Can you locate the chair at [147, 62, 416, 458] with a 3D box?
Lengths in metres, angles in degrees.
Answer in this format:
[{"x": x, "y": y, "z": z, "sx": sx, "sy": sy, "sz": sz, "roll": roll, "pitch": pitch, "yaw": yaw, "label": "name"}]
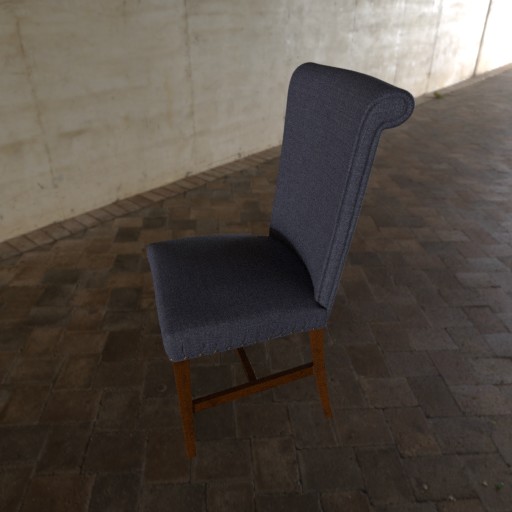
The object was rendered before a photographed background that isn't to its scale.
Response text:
[{"x": 0.000, "y": 0.000, "z": 1.305, "sx": 0.608, "sy": 0.988, "sz": 0.513, "roll": -9, "pitch": 31, "yaw": -15, "label": "chair"}]
